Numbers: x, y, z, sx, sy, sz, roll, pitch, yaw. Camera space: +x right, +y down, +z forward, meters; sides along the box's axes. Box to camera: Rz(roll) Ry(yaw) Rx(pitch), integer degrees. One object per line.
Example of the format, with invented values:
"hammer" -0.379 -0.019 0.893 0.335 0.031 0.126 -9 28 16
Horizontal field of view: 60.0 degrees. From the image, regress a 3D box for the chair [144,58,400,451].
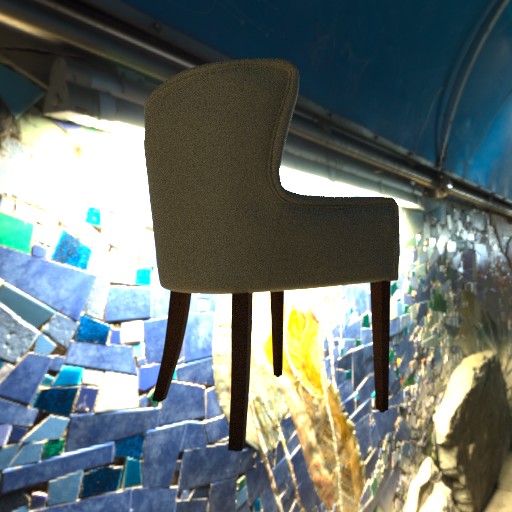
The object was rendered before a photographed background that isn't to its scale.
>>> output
"chair" 0.000 0.000 1.405 0.686 0.952 0.660 1 -1 -35
